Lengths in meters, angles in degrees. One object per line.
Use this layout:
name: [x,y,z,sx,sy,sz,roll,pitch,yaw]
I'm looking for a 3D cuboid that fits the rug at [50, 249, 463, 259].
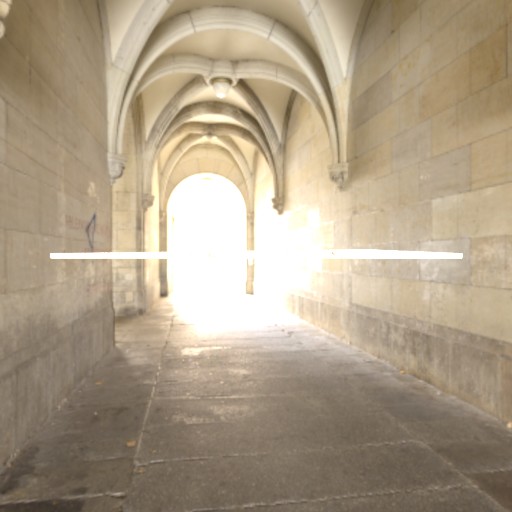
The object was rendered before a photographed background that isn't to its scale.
rug: [0.000,0.000,2.128,1.600,0.025,1.199,0,0,36]
